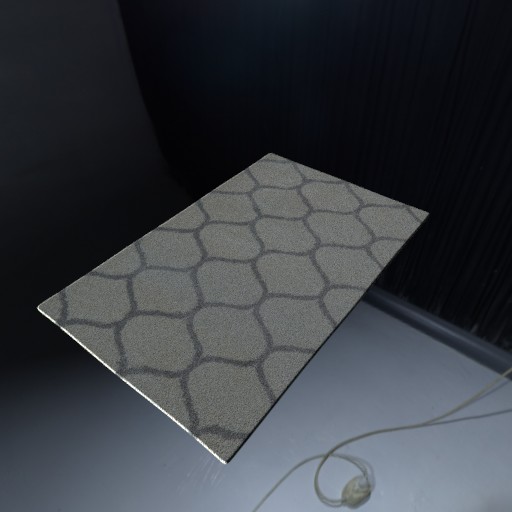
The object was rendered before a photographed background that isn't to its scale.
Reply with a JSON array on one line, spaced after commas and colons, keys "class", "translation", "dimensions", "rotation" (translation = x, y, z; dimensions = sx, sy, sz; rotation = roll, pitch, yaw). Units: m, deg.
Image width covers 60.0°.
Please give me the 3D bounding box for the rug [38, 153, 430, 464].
[{"class": "rug", "translation": [0.000, 0.000, 2.992], "dimensions": [1.501, 0.024, 2.348], "rotation": [28, 49, 27]}]
